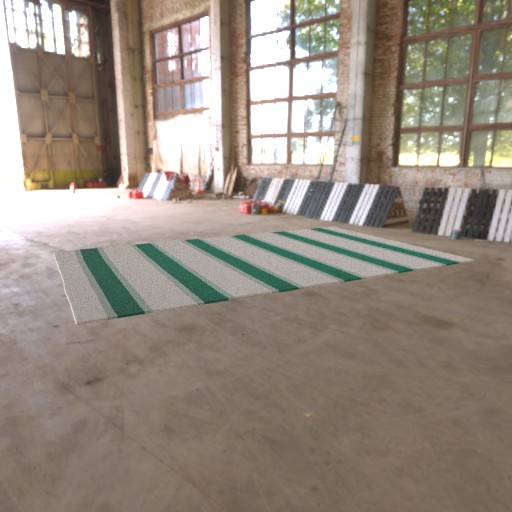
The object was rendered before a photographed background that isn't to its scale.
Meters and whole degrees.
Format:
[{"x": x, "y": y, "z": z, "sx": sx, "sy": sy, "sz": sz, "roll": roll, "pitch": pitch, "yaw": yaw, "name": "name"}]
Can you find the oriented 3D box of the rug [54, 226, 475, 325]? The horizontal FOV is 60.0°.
[{"x": 0.000, "y": 0.000, "z": 3.007, "sx": 2.436, "sy": 0.015, "sz": 1.521, "roll": -7, "pitch": 14, "yaw": -26, "name": "rug"}]
